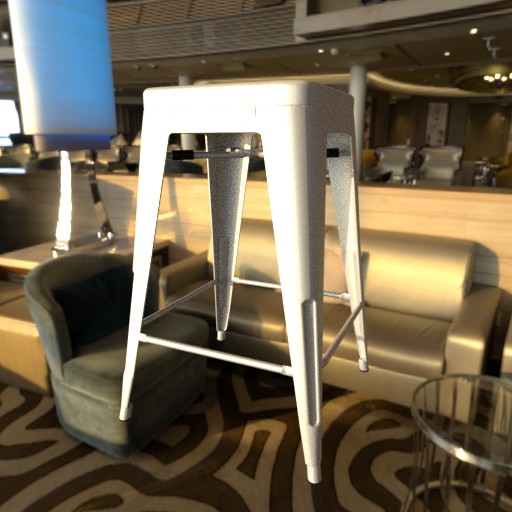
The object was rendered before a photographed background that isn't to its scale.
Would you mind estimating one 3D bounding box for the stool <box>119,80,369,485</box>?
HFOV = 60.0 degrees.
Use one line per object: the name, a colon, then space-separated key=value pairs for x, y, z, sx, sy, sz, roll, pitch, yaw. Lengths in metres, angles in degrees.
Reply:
stool: x=0.000 y=0.000 z=0.876 sx=0.406 sy=0.610 sz=0.406 roll=7 pitch=16 yaw=24
